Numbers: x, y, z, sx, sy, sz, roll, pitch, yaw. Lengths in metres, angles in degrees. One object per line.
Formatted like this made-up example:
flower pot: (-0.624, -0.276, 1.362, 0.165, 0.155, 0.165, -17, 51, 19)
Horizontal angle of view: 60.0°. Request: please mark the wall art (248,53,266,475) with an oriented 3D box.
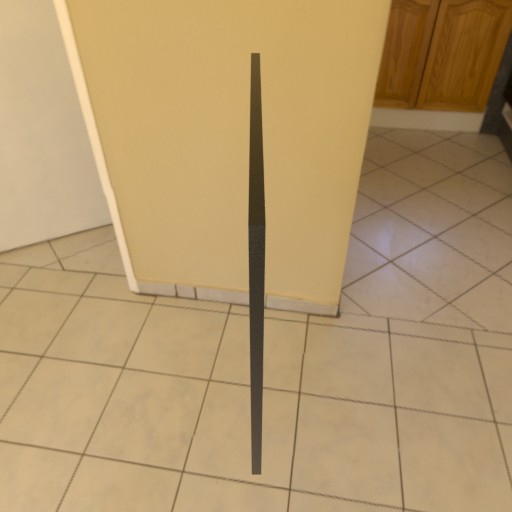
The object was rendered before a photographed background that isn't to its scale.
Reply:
wall art: (0.000, 0.000, 0.660, 0.014, 0.445, 0.446, 0, 40, 0)
